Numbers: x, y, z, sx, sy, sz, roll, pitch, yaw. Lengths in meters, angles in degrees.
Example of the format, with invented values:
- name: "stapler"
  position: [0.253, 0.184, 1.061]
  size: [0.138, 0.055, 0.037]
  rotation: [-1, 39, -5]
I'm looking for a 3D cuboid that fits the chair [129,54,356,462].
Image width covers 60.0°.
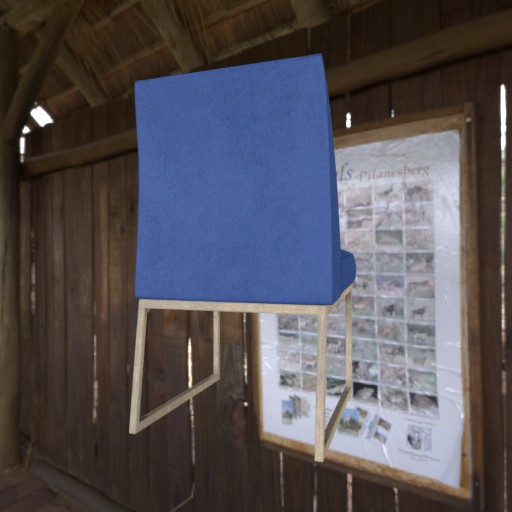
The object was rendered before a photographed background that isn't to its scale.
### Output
- name: "chair"
  position: [0.000, 0.000, 1.248]
  size: [0.508, 0.863, 0.522]
  rotation: [0, 0, 19]
